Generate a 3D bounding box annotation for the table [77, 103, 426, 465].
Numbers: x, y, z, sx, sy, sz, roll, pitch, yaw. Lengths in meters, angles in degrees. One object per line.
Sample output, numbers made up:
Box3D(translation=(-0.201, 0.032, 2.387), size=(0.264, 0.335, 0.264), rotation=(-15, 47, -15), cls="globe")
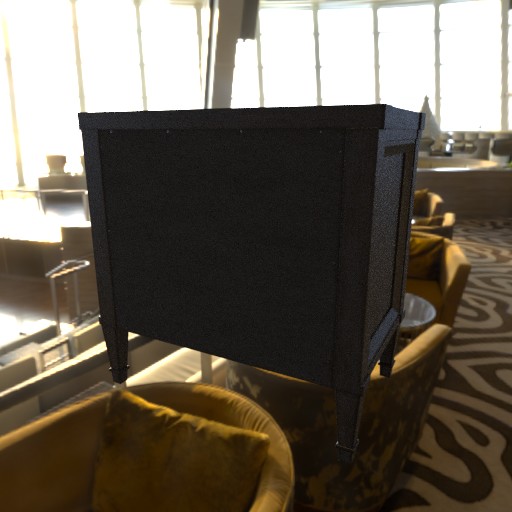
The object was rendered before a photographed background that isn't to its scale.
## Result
Box3D(translation=(0.000, 0.000, 1.072), size=(0.660, 0.660, 0.413), rotation=(8, 18, 27), cls="table")
